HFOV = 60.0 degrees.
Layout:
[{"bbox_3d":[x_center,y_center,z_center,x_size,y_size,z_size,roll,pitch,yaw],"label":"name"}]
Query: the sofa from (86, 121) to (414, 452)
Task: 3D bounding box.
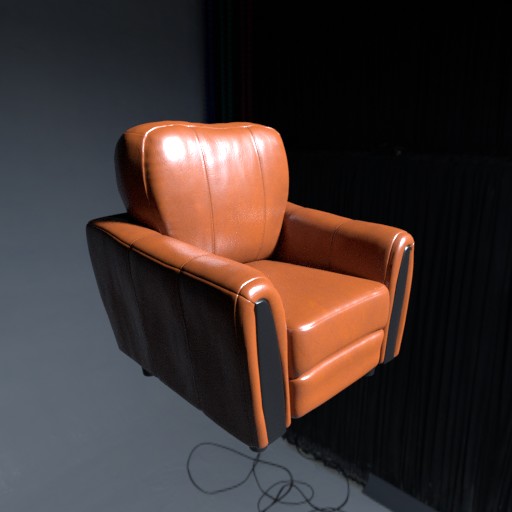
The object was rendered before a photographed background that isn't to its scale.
[{"bbox_3d":[0.000,0.000,1.498,0.836,0.876,0.789,-15,22,-43],"label":"sofa"}]
